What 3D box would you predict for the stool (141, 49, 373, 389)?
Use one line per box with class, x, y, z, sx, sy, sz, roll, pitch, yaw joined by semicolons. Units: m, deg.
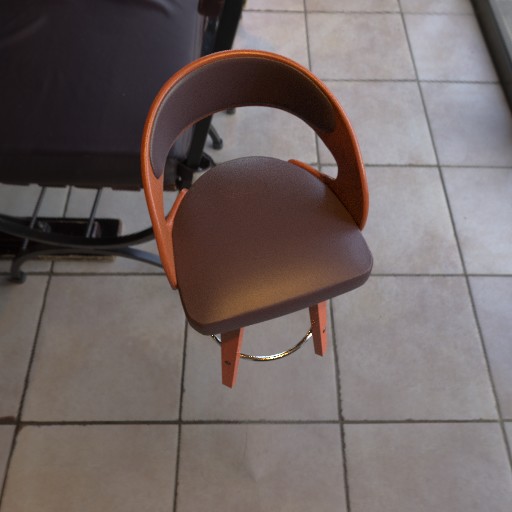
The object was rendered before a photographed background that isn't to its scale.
stool;0.000;0.000;1.195;0.457;0.940;0.457;-17;64;-8
